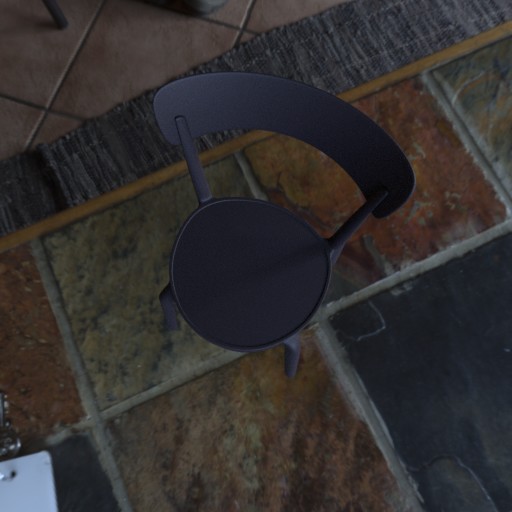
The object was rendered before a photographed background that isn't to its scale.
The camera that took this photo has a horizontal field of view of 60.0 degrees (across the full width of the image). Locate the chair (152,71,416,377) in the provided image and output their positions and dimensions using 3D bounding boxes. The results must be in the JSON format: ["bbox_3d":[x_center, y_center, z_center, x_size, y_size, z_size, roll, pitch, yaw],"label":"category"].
[{"bbox_3d":[0.000,0.000,1.140,0.506,0.790,0.491,21,76,5],"label":"chair"}]
